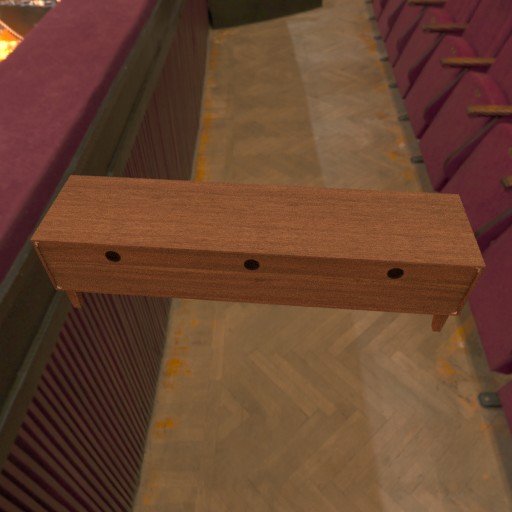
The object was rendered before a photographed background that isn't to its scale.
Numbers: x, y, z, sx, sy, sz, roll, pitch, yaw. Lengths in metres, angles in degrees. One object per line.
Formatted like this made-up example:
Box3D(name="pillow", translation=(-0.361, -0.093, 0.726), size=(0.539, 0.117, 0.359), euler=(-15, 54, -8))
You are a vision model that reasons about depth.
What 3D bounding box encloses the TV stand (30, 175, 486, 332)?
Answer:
Box3D(name="TV stand", translation=(0.000, 0.000, 1.710), size=(1.482, 0.409, 0.366), euler=(3, 46, 3))
